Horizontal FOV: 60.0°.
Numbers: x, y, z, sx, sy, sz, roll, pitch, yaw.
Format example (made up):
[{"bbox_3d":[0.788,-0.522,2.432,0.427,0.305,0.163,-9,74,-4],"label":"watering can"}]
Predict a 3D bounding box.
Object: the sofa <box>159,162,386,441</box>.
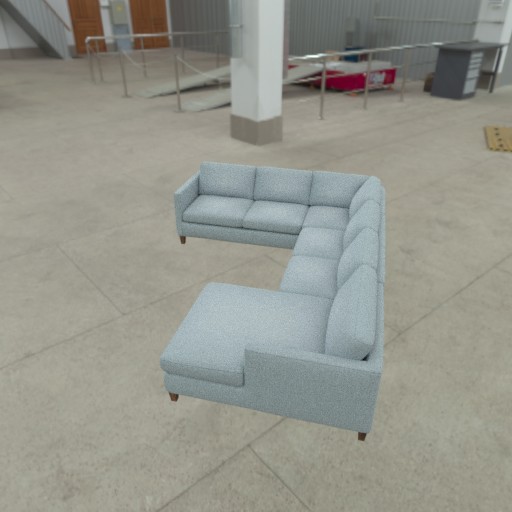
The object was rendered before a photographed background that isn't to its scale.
[{"bbox_3d":[0.000,0.000,4.595,2.551,0.889,3.403,7,31,12],"label":"sofa"}]
